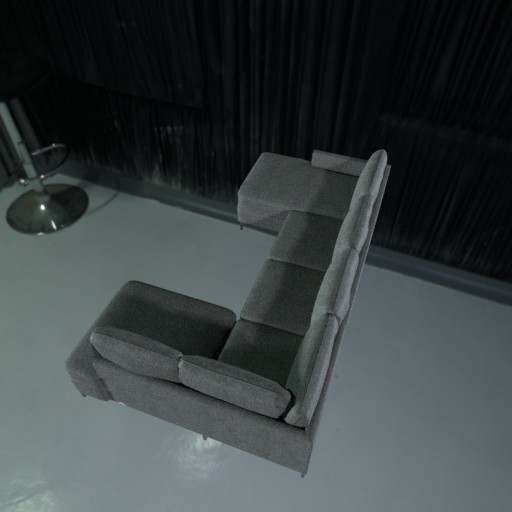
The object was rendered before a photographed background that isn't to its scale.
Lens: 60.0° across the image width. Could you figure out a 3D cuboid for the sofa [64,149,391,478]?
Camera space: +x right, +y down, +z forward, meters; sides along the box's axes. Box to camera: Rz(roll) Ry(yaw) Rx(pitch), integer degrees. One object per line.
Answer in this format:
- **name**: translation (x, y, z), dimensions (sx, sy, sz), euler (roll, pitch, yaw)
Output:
- **sofa**: translation (0.000, 0.000, 4.394), dimensions (2.048, 0.999, 3.423), euler (15, 49, 14)
